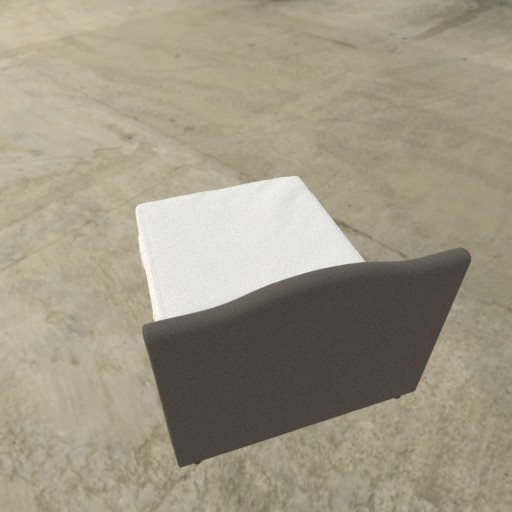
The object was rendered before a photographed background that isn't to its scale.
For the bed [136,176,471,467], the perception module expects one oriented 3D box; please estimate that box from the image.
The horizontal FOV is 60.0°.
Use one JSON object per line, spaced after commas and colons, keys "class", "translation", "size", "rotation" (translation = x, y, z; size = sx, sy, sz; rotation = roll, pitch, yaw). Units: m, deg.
{"class": "bed", "translation": [0.000, 0.000, 3.160], "size": [1.666, 1.387, 2.036], "rotation": [-12, 43, -14]}
